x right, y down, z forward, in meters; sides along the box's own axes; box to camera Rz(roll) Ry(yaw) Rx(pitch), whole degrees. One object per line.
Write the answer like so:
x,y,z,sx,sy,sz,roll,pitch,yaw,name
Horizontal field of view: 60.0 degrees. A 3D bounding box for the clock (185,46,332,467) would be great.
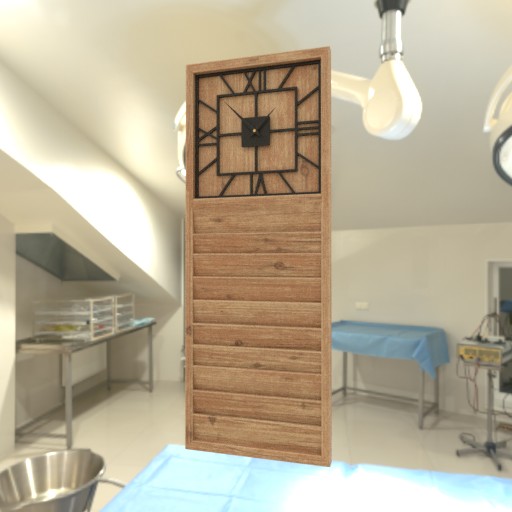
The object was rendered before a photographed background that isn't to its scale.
0.000,0.000,1.078,0.361,0.965,0.030,0,-1,16,clock
